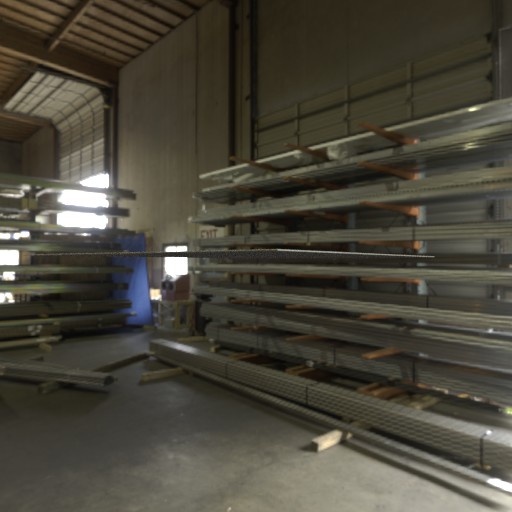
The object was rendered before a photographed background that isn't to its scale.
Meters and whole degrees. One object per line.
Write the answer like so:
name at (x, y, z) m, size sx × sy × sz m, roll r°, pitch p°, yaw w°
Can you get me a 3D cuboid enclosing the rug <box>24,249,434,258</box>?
rug at (0.000, 0.000, 4.100) m, size 2.421 × 0.008 × 3.045 m, roll -1°, pitch -1°, yaw 35°
